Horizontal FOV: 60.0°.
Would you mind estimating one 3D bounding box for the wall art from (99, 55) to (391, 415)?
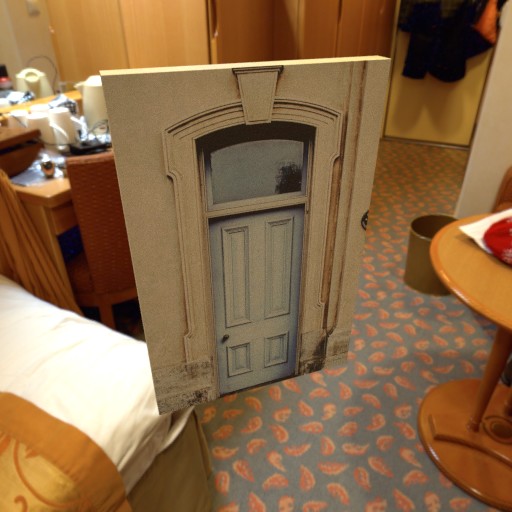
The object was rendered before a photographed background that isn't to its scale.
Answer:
[{"bbox_3d":[0.000,0.000,0.757,0.403,0.607,0.036,-11,33,-17],"label":"wall art"}]
